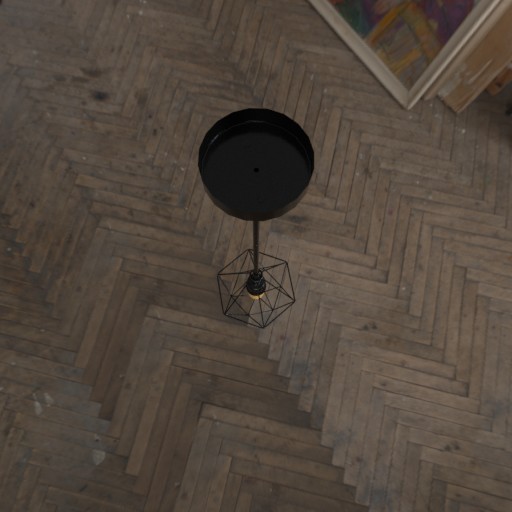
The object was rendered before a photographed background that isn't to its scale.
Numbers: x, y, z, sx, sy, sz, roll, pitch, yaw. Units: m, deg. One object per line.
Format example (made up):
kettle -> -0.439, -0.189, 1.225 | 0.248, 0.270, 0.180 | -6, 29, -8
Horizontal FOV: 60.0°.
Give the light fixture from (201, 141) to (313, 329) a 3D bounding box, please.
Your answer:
light fixture -> 0.000, 0.000, 1.961 | 0.487, 1.764, 0.431 | 19, 75, 5
